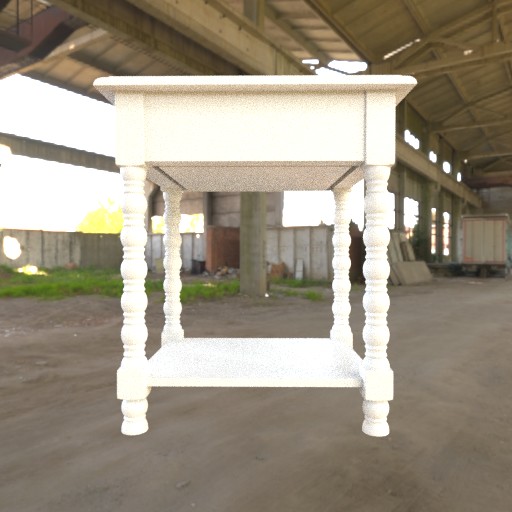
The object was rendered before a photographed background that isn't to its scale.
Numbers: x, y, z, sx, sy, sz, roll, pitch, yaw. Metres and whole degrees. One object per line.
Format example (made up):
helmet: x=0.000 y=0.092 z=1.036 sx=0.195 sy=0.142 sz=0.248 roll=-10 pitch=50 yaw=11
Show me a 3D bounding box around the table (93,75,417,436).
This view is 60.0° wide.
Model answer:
table: x=0.000 y=0.000 z=0.823 sx=0.460 sy=0.531 sz=0.381 roll=0 pitch=1 yaw=1
